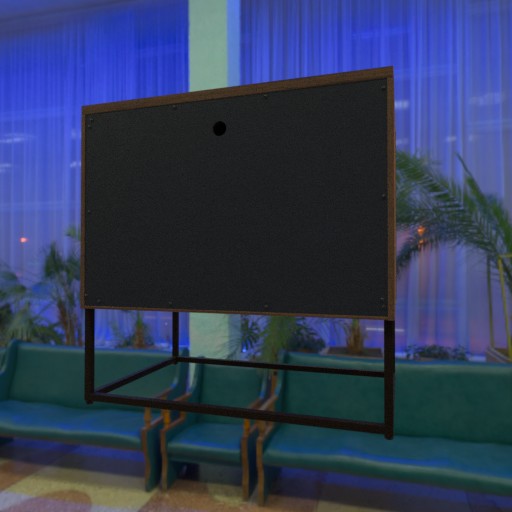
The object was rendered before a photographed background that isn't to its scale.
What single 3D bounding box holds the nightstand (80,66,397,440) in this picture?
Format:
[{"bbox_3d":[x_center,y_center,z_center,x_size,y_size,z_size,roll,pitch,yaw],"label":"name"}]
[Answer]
[{"bbox_3d":[0.000,0.000,1.013,0.610,0.610,0.437,0,-1,18],"label":"nightstand"}]
